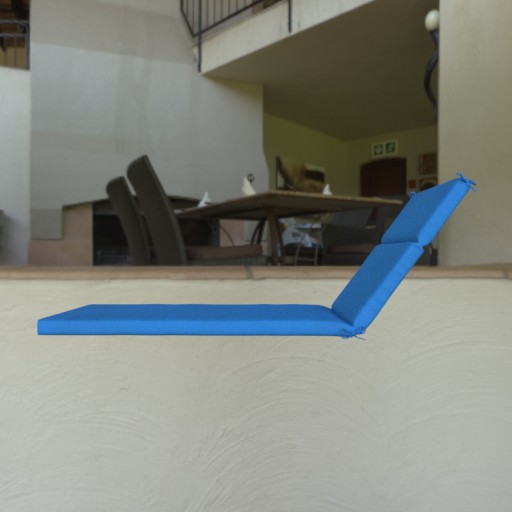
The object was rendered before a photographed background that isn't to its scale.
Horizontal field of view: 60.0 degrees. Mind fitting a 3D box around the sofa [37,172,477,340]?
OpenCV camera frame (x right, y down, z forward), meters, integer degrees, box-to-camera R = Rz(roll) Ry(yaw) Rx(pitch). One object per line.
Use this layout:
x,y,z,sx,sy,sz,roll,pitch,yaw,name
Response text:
0.000,0.000,1.915,1.663,0.622,0.582,0,0,1,sofa
